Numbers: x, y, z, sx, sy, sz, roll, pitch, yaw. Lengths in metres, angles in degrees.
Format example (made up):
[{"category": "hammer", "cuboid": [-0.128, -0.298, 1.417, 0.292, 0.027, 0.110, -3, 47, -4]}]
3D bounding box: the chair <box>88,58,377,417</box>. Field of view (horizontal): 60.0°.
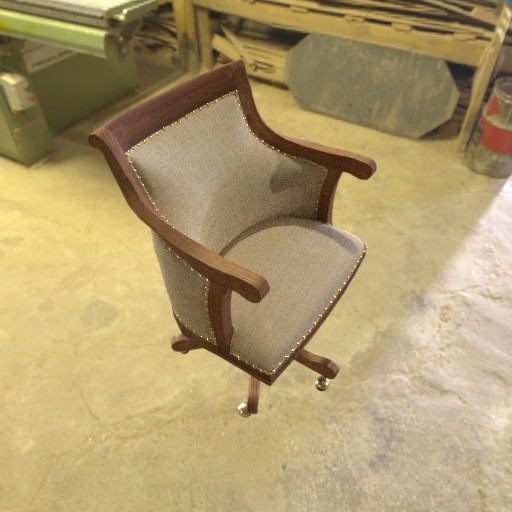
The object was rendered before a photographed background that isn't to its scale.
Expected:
[{"category": "chair", "cuboid": [0.000, 0.000, 1.434, 0.689, 0.965, 0.656, 25, 48, 24]}]
